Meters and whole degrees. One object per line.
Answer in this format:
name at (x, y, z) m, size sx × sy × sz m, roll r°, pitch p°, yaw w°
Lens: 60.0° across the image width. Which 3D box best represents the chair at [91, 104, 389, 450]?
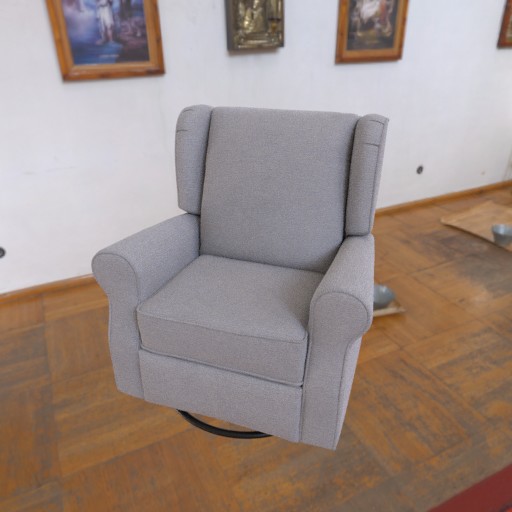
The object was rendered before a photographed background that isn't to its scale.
chair at (0.000, 0.000, 1.651) m, size 0.906 × 0.966 × 0.854 m, roll 9°, pitch 28°, yaw 17°
